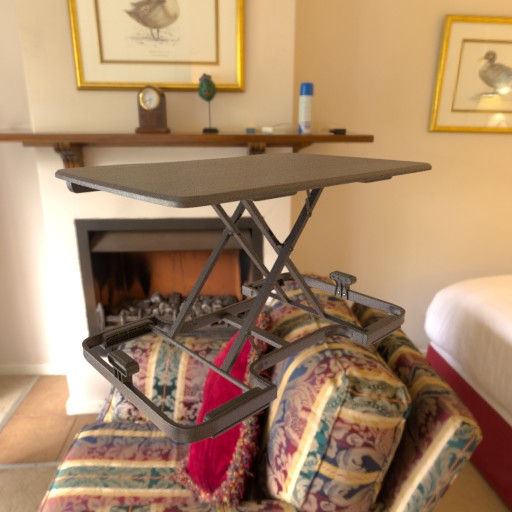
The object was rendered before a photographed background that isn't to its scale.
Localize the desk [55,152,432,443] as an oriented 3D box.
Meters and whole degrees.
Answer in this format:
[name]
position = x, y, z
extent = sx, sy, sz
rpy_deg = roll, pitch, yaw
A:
[desk]
position = 0.000, 0.000, 1.172
extent = 0.820, 0.470, 0.546
rpy_deg = -15, 23, -41
